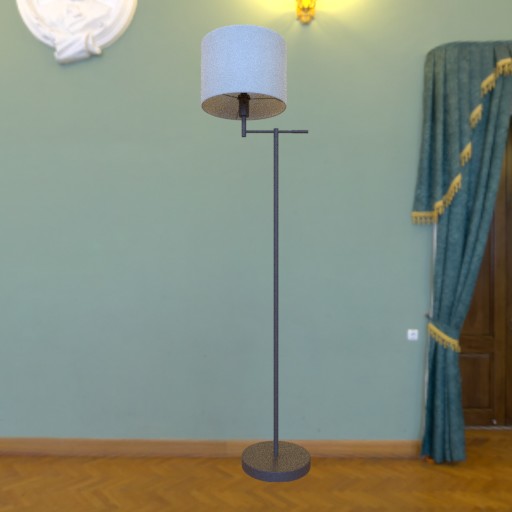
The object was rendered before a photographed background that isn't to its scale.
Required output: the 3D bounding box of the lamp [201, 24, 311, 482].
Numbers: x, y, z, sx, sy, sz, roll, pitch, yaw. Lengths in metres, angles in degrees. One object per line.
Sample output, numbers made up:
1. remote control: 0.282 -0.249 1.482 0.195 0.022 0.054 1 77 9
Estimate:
1. lamp: 0.000 0.000 1.695 0.416 1.600 0.324 0 0 -1
